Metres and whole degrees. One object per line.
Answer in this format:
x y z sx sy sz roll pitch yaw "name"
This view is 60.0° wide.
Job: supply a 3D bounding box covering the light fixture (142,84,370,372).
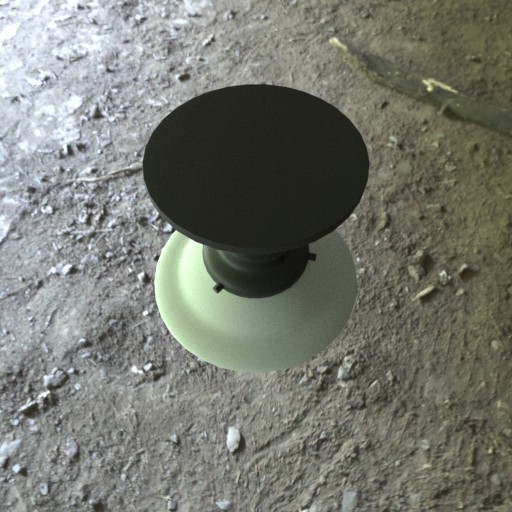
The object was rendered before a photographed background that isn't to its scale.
0.000 0.000 0.406 0.197 0.254 0.197 0 58 0 "light fixture"
